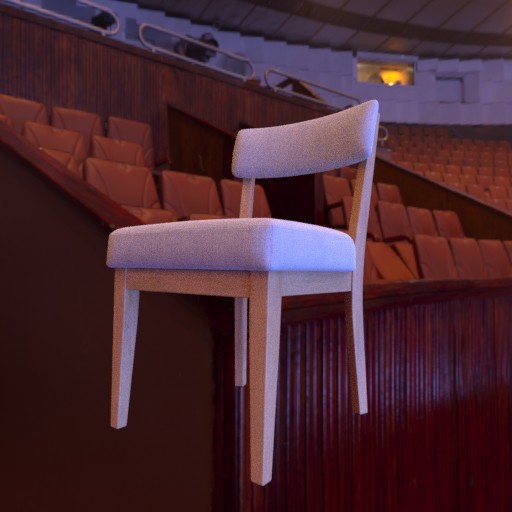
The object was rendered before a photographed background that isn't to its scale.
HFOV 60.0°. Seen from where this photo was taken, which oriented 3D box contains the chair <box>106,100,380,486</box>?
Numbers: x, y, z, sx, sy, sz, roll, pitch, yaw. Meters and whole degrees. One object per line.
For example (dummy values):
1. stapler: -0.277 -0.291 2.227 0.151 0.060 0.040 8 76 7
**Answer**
1. chair: 0.000 0.000 1.143 0.508 0.832 0.572 0 0 38
